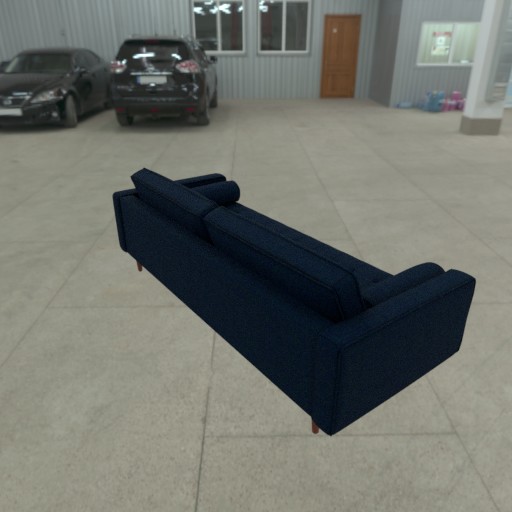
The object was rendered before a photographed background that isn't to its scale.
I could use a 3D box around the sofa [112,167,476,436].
[{"bbox_3d":[0.000,0.000,2.644,0.914,0.762,2.210,-18,31,-32],"label":"sofa"}]
